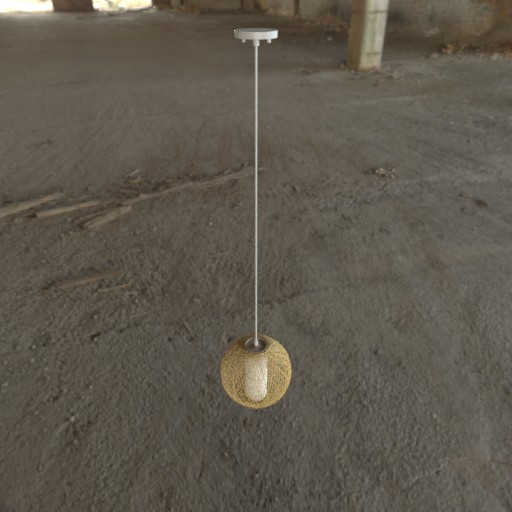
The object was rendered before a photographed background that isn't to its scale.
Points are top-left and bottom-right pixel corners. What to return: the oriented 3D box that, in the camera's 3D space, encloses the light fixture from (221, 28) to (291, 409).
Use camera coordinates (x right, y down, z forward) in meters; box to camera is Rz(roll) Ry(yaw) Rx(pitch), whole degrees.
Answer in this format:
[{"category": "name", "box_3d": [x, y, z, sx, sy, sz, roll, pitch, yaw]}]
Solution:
[{"category": "light fixture", "box_3d": [0.000, 0.000, 2.146, 0.407, 1.955, 0.406, -10, 33, -16]}]
